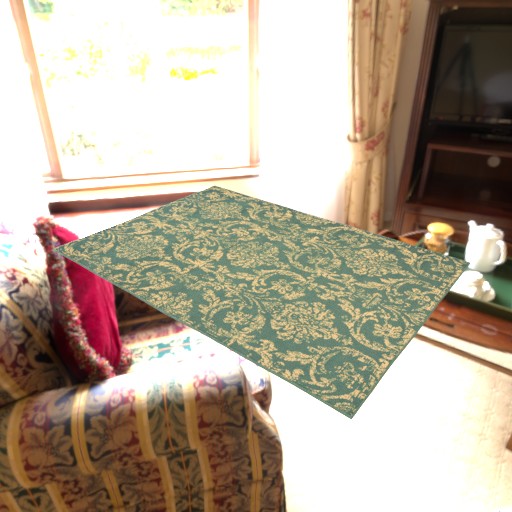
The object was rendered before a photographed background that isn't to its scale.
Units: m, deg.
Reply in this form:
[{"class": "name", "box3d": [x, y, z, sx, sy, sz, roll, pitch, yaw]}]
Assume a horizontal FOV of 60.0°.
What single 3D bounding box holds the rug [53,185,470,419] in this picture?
[{"class": "rug", "box3d": [0.000, 0.000, 2.851, 2.205, 0.012, 1.554, 22, 36, 33]}]
